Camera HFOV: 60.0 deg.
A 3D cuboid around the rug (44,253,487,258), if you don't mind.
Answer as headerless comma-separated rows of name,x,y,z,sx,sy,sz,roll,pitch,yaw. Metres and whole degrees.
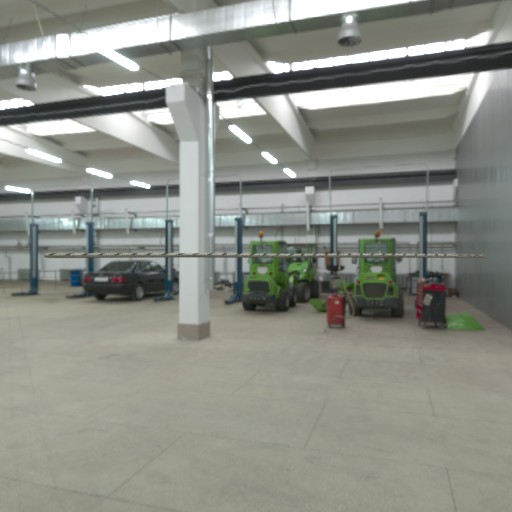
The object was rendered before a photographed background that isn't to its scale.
rug,0.000,0.000,3.000,2.406,0.023,1.539,0,0,-18
